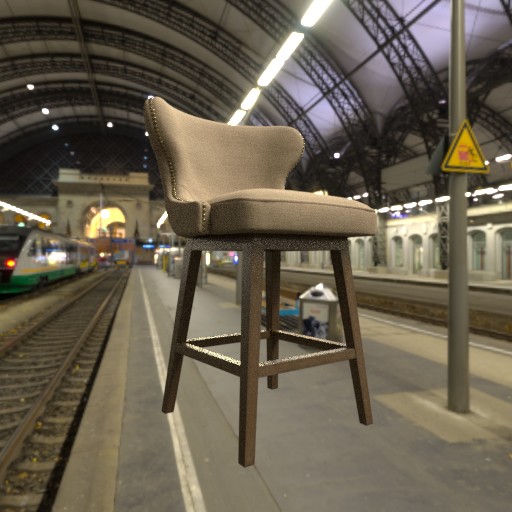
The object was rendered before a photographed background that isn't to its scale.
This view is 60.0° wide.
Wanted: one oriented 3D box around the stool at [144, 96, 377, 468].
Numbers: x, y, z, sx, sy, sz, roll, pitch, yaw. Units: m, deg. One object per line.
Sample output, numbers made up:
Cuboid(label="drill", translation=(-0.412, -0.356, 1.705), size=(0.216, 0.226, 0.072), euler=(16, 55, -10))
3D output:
Cuboid(label="stool", translation=(0.000, 0.000, 1.361), size=(0.615, 0.972, 0.597), euler=(0, 0, -36))
